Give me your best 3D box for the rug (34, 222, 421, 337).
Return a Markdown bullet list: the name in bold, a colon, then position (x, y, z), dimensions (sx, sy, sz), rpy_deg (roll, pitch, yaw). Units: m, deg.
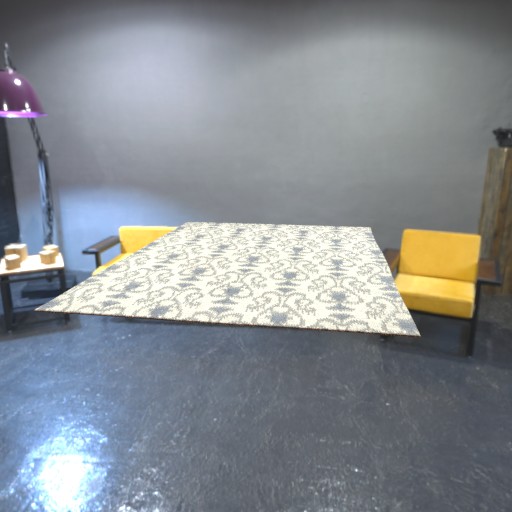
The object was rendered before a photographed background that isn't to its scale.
- **rug**: position (0.000, 0.000, 2.942), dimensions (1.676, 0.013, 2.261), rpy_deg (2, 15, 9)
